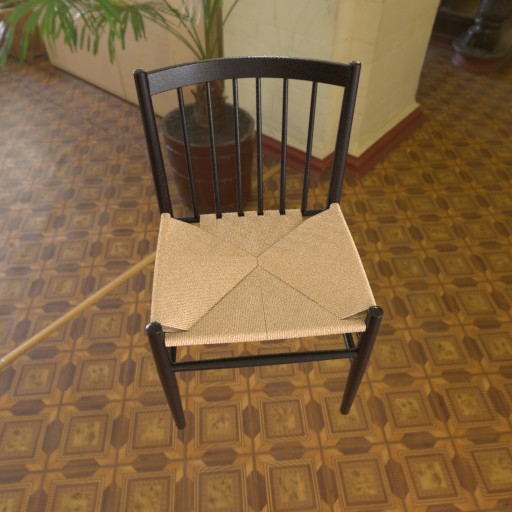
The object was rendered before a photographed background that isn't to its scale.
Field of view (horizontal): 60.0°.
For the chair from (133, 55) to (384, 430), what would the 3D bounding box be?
[{"bbox_3d":[0.000,0.000,1.117,0.495,0.818,0.516,-4,46,-4],"label":"chair"}]
